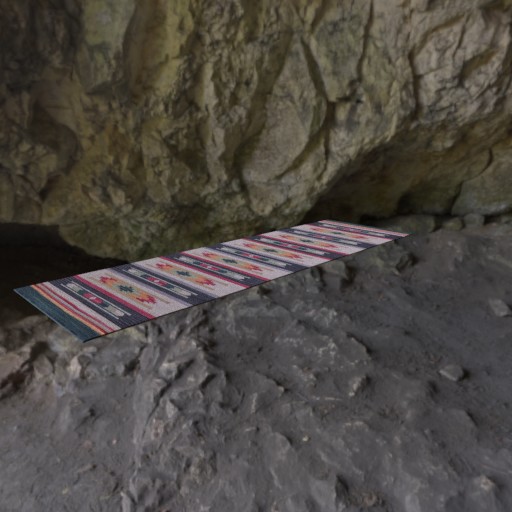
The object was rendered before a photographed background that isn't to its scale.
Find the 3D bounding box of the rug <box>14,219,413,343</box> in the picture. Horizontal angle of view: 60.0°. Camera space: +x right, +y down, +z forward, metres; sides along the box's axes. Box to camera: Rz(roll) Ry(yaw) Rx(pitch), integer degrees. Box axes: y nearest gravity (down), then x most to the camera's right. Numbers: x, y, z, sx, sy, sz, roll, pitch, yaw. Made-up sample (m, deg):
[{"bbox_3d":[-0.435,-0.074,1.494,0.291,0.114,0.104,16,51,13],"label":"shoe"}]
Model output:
[{"bbox_3d":[0.000,0.000,2.631,2.440,0.009,0.760,-15,21,-43],"label":"rug"}]
